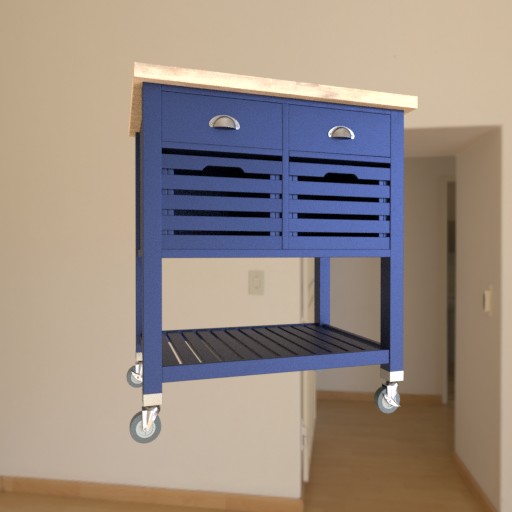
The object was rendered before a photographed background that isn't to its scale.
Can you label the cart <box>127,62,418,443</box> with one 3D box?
[{"bbox_3d":[0.000,0.000,1.431,0.797,0.920,0.567,0,1,-17],"label":"cart"}]
